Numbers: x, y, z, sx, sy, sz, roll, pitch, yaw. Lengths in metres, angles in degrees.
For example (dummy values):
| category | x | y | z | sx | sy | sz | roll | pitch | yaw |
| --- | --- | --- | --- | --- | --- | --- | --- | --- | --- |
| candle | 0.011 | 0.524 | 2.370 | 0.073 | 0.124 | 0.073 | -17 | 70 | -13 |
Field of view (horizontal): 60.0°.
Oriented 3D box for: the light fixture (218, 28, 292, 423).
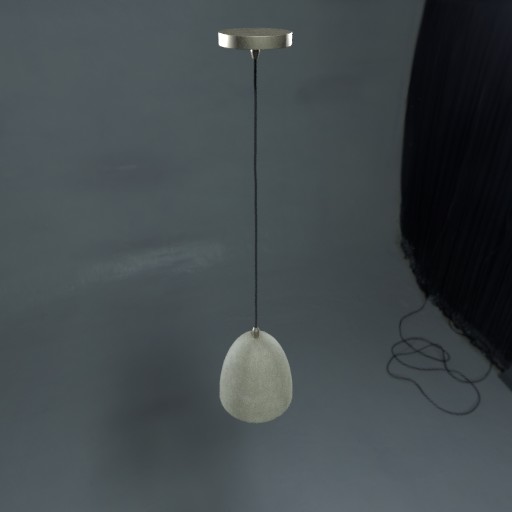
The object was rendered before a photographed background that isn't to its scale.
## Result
| category | x | y | z | sx | sy | sz | roll | pitch | yaw |
| --- | --- | --- | --- | --- | --- | --- | --- | --- | --- |
| light fixture | 0.000 | 0.000 | 0.837 | 0.170 | 0.759 | 0.170 | -10 | 34 | -15 |
